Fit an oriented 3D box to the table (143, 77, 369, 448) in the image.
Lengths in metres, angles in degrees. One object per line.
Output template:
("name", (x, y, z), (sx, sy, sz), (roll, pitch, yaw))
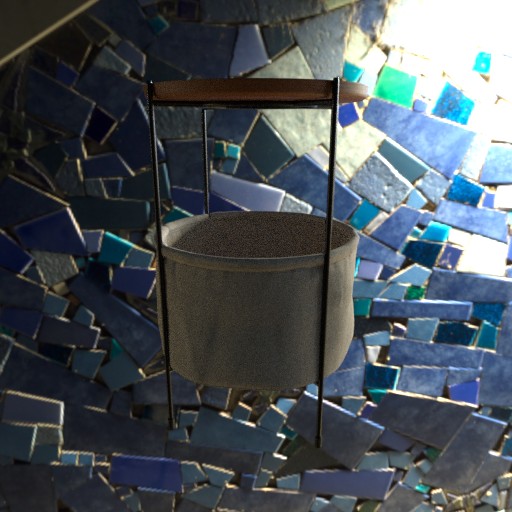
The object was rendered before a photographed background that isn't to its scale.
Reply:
("table", (0.000, 0.000, 0.869), (0.393, 0.623, 0.393), (3, 17, 10))
